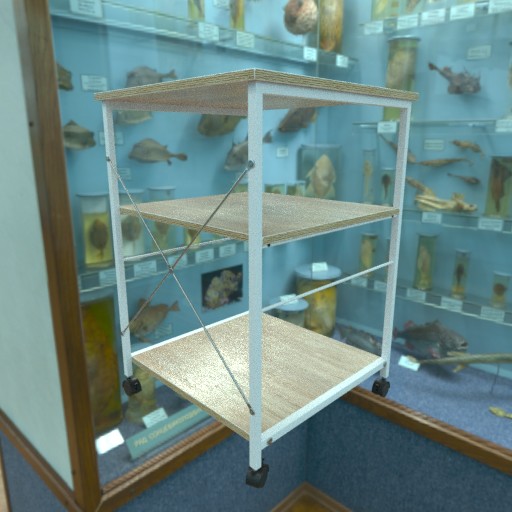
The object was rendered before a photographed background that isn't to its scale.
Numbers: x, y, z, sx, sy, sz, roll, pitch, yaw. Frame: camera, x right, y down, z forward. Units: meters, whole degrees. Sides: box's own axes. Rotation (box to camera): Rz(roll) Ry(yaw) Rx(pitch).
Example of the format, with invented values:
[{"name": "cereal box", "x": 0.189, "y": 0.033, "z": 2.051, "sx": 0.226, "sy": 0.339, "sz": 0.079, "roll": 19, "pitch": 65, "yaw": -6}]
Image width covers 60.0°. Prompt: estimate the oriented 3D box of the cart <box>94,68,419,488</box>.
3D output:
[{"name": "cart", "x": 0.000, "y": 0.000, "z": 1.101, "sx": 0.520, "sy": 0.762, "sz": 0.521, "roll": -14, "pitch": 20, "yaw": -43}]
